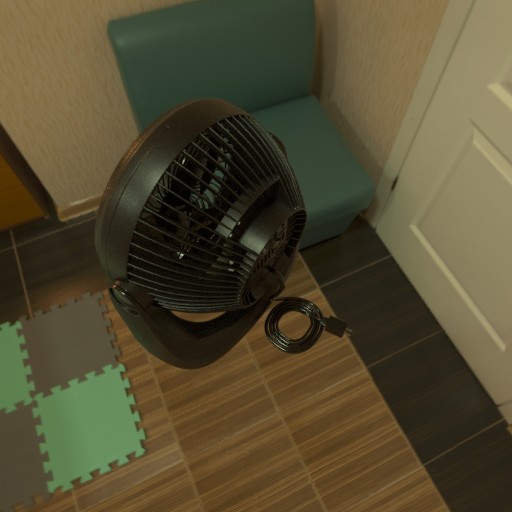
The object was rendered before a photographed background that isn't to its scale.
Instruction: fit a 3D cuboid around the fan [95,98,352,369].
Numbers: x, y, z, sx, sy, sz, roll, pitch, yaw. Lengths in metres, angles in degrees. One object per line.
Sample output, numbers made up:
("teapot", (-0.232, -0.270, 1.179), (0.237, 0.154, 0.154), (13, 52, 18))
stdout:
("fan", (0.000, 0.000, 0.489), (0.256, 0.277, 0.273), (32, 66, 16))
